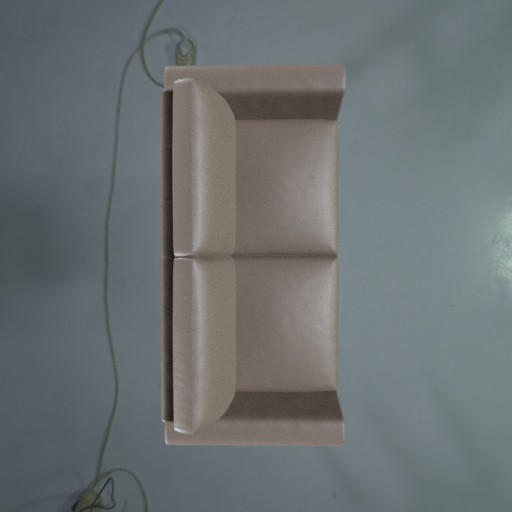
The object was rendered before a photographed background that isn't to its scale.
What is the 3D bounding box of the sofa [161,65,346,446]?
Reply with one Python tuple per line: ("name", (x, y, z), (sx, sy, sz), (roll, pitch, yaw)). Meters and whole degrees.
("sofa", (0.000, 0.000, 2.486), (0.953, 0.875, 2.017), (0, 91, 1))
